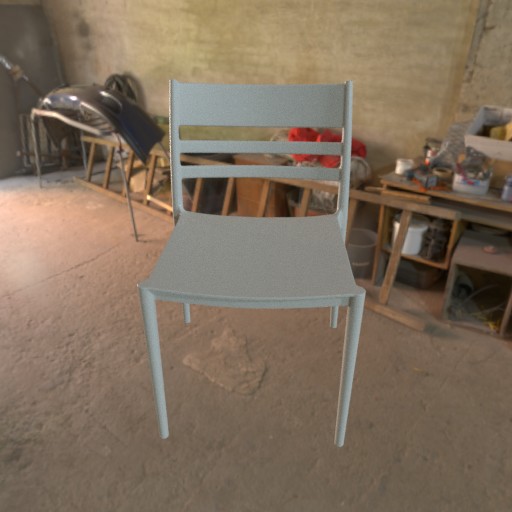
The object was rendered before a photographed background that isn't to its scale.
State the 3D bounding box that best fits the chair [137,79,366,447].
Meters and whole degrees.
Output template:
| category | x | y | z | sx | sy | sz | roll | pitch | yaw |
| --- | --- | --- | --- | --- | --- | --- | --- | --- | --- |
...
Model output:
| category | x | y | z | sx | sy | sz | roll | pitch | yaw |
| --- | --- | --- | --- | --- | --- | --- | --- | --- | --- |
| chair | 0.000 | 0.000 | 1.147 | 0.531 | 0.800 | 0.511 | 2 | 29 | 3 |
